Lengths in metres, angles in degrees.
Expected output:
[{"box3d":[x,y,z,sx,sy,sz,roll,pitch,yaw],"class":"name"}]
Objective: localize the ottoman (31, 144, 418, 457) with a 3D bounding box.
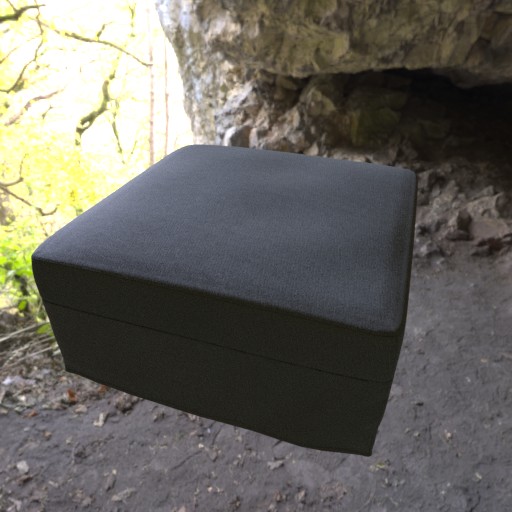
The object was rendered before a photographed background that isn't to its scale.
[{"box3d":[0.000,0.000,1.295,0.842,0.441,0.843,10,34,16],"class":"ottoman"}]
